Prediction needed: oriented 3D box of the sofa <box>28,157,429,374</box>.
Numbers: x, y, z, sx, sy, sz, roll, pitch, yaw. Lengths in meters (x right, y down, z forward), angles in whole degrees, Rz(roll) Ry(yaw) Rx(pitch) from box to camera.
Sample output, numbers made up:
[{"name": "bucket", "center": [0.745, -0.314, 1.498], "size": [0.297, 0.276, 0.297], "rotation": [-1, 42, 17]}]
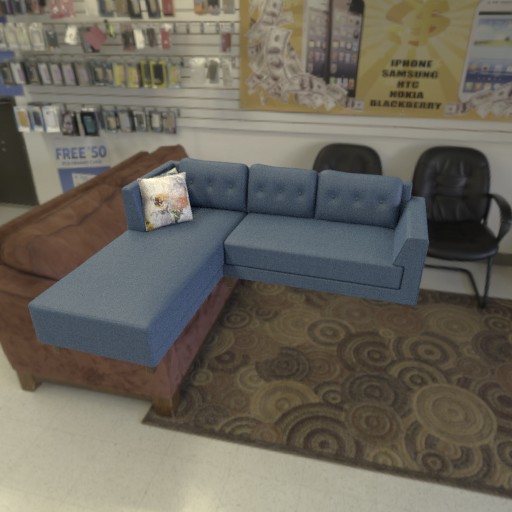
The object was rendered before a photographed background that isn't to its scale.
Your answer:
[{"name": "sofa", "center": [0.000, 0.000, 2.943], "size": [2.120, 0.787, 1.829], "rotation": [8, 29, 15]}]
